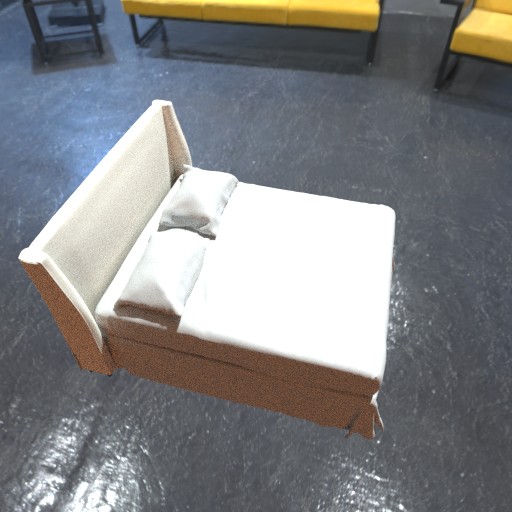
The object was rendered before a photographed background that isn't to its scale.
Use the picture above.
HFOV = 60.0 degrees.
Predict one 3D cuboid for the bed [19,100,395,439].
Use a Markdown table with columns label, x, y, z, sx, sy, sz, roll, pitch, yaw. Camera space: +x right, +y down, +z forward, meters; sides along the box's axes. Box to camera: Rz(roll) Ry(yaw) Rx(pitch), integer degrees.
| label | x | y | z | sx | sy | sz | roll | pitch | yaw |
| --- | --- | --- | --- | --- | --- | --- | --- | --- | --- |
| bed | 0.000 | 0.000 | 3.364 | 2.276 | 1.332 | 1.925 | 11 | 48 | 10 |
